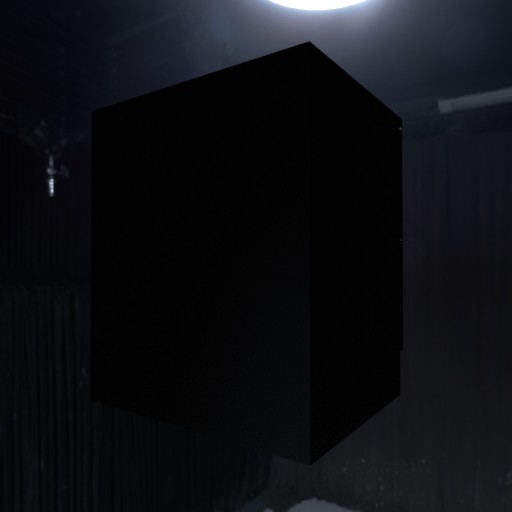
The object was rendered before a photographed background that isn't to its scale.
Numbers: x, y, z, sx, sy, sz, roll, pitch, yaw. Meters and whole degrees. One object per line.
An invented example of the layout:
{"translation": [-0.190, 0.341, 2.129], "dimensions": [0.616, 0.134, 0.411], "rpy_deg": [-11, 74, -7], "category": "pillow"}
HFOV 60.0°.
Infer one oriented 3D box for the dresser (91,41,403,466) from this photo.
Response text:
{"translation": [0.000, 0.000, 0.750], "dimensions": [0.400, 0.470, 0.360], "rpy_deg": [0, -1, 35], "category": "dresser"}
